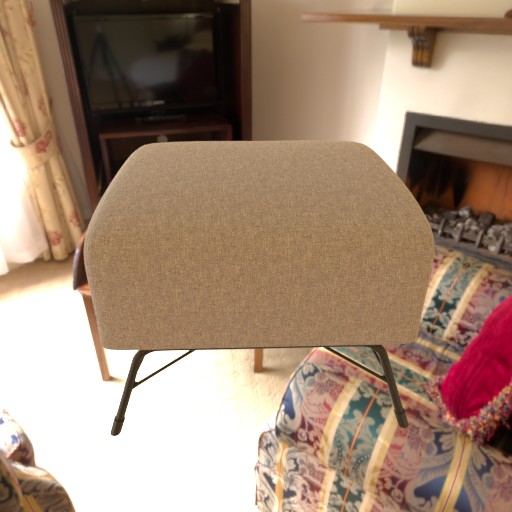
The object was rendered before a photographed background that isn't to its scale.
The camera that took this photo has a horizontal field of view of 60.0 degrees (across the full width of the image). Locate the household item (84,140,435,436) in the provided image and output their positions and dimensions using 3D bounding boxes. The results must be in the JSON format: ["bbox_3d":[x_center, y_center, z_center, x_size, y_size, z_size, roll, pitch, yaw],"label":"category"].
[{"bbox_3d":[0.000,0.000,0.906,0.530,0.410,0.530,-1,30,-2],"label":"household item"}]
